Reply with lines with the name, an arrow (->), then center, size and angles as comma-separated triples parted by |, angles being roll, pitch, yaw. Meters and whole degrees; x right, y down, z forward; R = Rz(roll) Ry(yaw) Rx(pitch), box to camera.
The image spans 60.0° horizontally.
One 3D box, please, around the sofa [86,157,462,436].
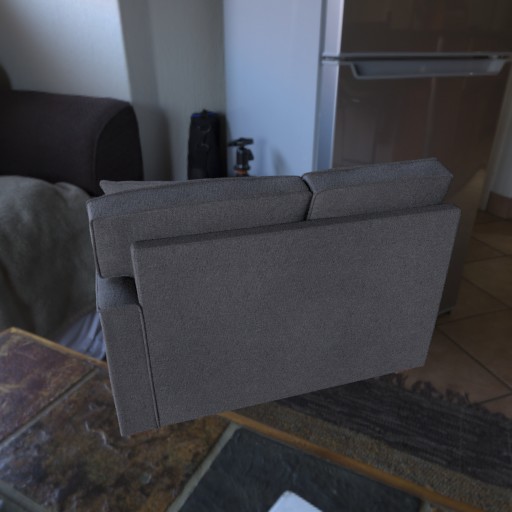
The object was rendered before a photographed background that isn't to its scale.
sofa -> 0.000, 0.000, 2.068 | 1.388, 0.989, 0.991 | -8, 28, -15
